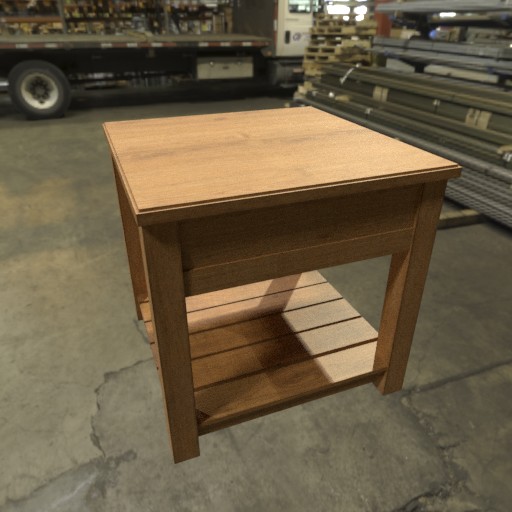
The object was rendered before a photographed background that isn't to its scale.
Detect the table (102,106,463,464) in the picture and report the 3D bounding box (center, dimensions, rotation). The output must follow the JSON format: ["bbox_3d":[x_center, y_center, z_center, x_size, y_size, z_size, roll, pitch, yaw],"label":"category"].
[{"bbox_3d":[0.000,0.000,1.133,0.612,0.593,0.616,-11,31,-18],"label":"table"}]
